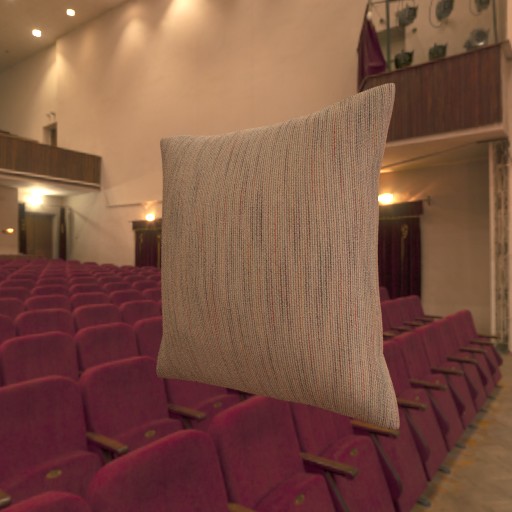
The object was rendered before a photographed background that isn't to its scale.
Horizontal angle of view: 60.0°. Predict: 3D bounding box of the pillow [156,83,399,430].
[{"bbox_3d":[0.000,0.000,0.791,0.512,0.506,0.178,-1,-1,36],"label":"pillow"}]
